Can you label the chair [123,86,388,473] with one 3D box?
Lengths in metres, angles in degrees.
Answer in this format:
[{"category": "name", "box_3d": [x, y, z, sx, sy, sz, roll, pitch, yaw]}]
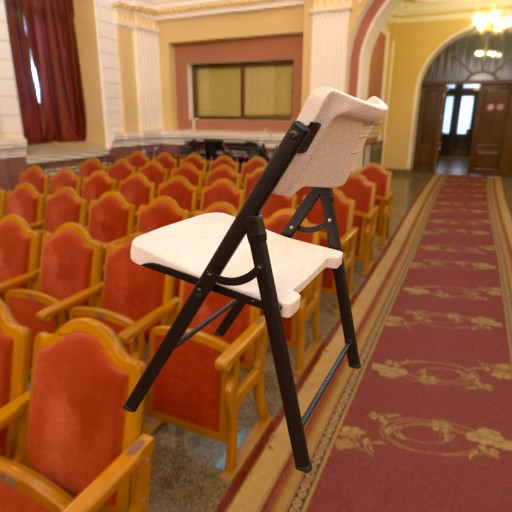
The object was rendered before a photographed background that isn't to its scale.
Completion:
[{"category": "chair", "box_3d": [0.000, 0.000, 1.117, 0.577, 0.765, 0.482, 8, 19, 24]}]
